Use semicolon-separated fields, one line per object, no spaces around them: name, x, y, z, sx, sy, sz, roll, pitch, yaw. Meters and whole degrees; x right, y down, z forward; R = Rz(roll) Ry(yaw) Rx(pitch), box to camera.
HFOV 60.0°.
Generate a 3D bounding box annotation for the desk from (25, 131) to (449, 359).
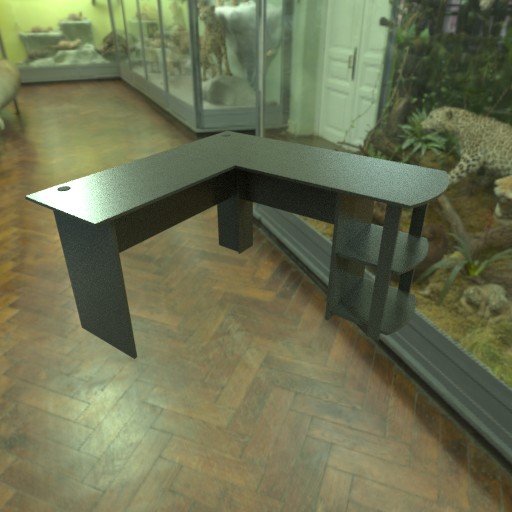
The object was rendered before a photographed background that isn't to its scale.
desk;0.000;0.000;2.081;1.361;0.716;1.303;19;35;30
